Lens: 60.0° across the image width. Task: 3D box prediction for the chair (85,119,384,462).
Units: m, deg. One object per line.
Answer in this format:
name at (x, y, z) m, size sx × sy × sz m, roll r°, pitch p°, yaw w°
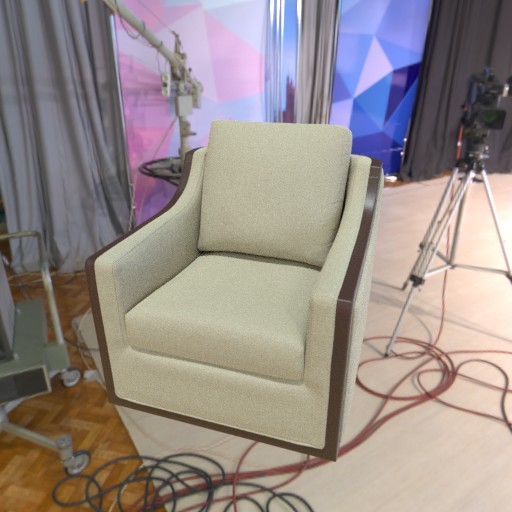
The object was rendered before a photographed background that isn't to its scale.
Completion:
chair at (0.000, 0.000, 1.716) m, size 0.870 × 0.930 × 0.950 m, roll 8°, pitch 26°, yaw 16°
